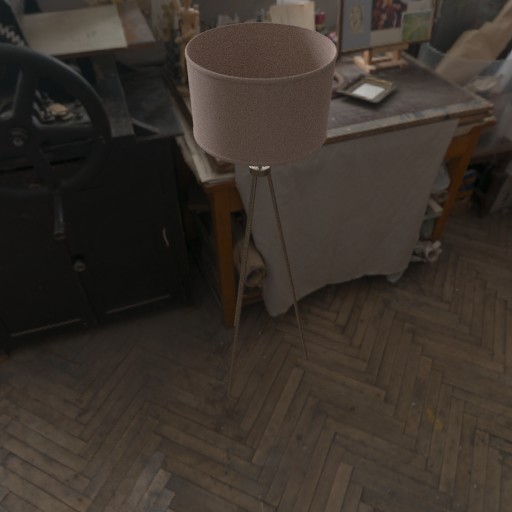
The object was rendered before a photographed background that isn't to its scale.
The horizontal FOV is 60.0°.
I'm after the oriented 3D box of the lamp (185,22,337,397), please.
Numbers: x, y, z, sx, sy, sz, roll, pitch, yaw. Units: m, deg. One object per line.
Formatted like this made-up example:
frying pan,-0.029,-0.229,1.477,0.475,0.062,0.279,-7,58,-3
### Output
lamp,0.000,0.000,1.724,0.449,1.545,0.460,23,49,21
